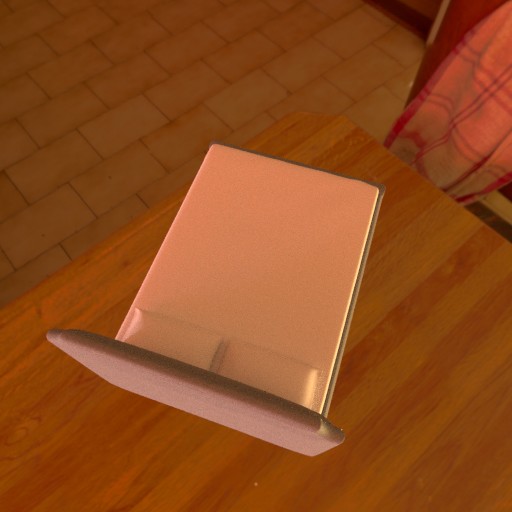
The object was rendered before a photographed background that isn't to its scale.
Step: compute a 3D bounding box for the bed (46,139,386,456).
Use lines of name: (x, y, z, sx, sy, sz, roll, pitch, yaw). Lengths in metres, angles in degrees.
bed: (0.000, 0.000, 3.372, 1.712, 1.443, 2.372, 17, 64, 8)
